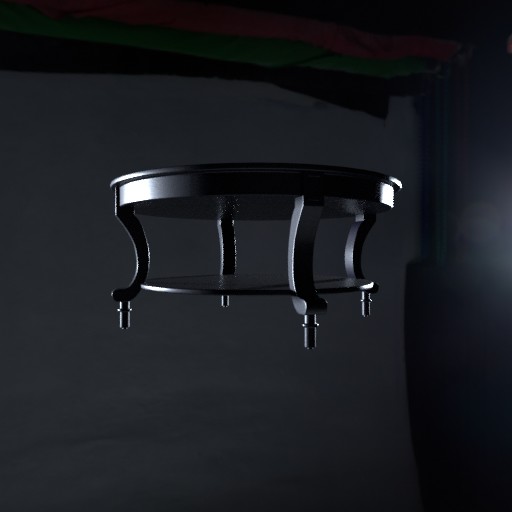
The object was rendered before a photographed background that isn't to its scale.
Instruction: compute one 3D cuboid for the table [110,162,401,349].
[{"bbox_3d":[0.000,0.000,1.645,1.029,0.491,1.029,0,1,0],"label":"table"}]
